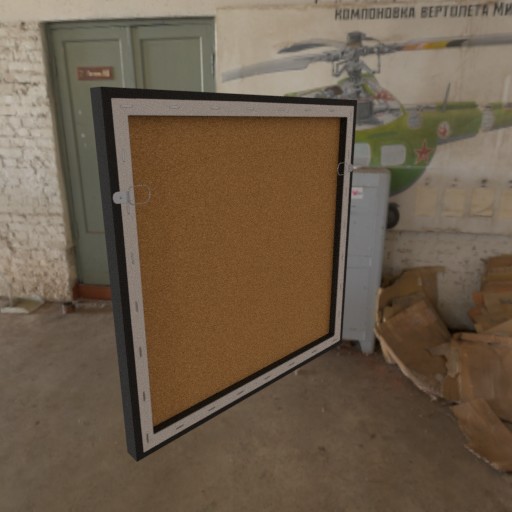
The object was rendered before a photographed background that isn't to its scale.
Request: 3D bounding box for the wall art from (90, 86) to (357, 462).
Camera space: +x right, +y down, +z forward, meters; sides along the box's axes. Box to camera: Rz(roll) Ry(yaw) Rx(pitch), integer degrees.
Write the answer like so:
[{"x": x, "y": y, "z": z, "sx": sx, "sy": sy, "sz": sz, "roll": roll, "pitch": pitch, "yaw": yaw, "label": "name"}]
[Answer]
[{"x": 0.000, "y": 0.000, "z": 1.112, "sx": 0.758, "sy": 0.758, "sz": 0.044, "roll": -16, "pitch": 23, "yaw": -42, "label": "wall art"}]
